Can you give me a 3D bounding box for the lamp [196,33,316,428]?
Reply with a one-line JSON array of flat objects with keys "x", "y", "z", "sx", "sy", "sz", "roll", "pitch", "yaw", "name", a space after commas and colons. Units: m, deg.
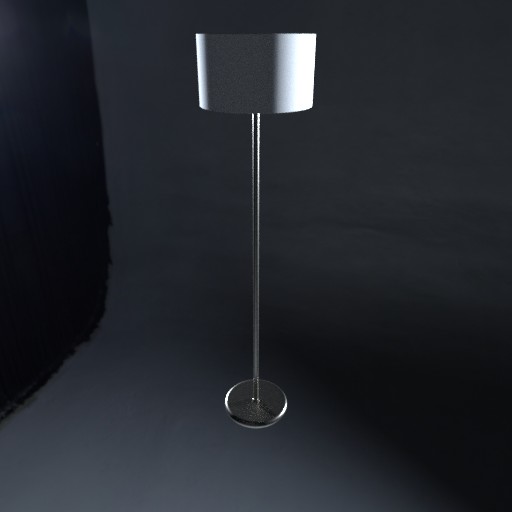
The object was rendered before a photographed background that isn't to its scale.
[{"x": 0.000, "y": 0.000, "z": 1.611, "sx": 0.347, "sy": 1.443, "sz": 0.347, "roll": 8, "pitch": 27, "yaw": 15, "name": "lamp"}]
